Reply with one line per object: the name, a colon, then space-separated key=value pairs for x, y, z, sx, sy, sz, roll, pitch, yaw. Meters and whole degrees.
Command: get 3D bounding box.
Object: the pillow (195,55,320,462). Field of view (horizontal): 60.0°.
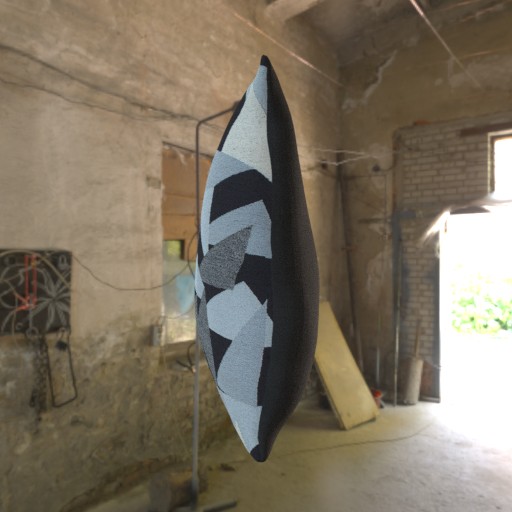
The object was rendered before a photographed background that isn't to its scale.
pillow: x=0.000 y=0.000 z=0.774 sx=0.208 sy=0.496 sz=0.503 roll=0 pitch=0 yaw=0
